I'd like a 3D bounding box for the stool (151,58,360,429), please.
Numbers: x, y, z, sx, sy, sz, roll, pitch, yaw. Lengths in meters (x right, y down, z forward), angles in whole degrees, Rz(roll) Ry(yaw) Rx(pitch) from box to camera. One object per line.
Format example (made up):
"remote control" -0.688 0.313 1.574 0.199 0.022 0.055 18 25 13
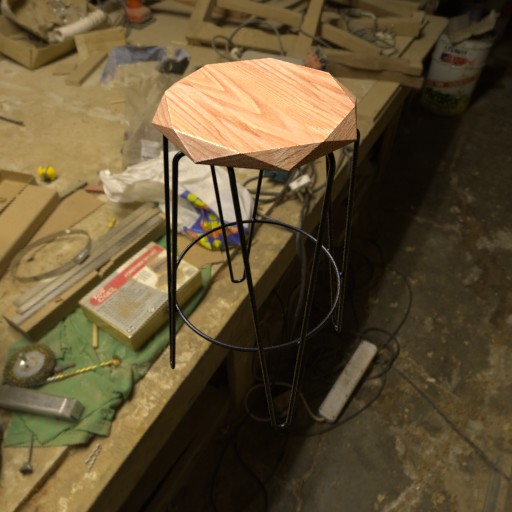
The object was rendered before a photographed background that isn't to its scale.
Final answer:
"stool" 0.000 0.000 0.806 0.326 0.610 0.326 24 51 21
